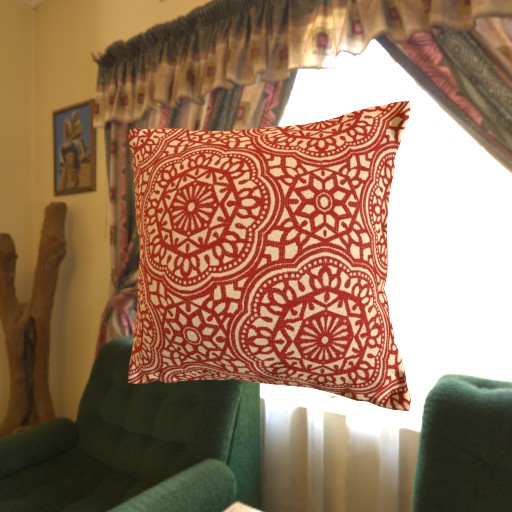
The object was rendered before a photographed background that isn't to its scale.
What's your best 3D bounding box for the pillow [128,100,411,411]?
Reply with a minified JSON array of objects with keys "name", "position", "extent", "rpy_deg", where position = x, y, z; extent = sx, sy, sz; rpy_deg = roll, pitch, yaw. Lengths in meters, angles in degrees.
[{"name":"pillow","position":[0.000,0.000,0.661],"extent":[0.438,0.419,0.162],"rpy_deg":[0,-1,18]}]
